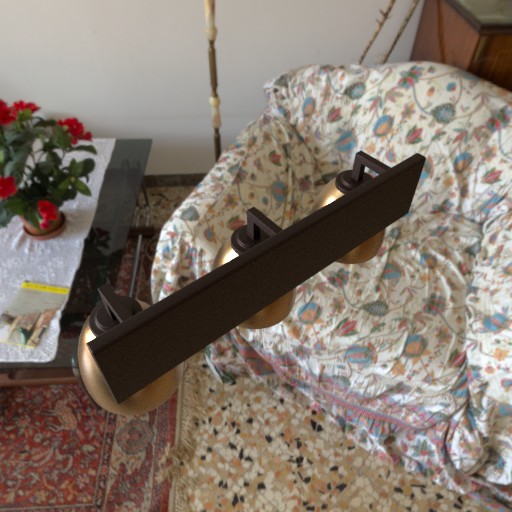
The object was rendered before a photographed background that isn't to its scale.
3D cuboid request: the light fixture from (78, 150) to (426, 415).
[{"bbox_3d":[0.000,0.000,0.671,0.582,0.204,0.157,-30,54,-26],"label":"light fixture"}]
